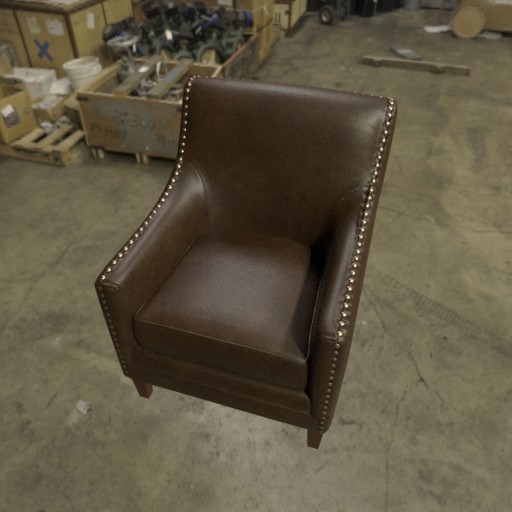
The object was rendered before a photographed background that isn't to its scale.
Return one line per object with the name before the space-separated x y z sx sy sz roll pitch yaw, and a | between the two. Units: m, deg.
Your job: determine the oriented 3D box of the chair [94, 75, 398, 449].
chair | 0.000 0.000 1.325 0.639 0.813 0.704 12 42 13
